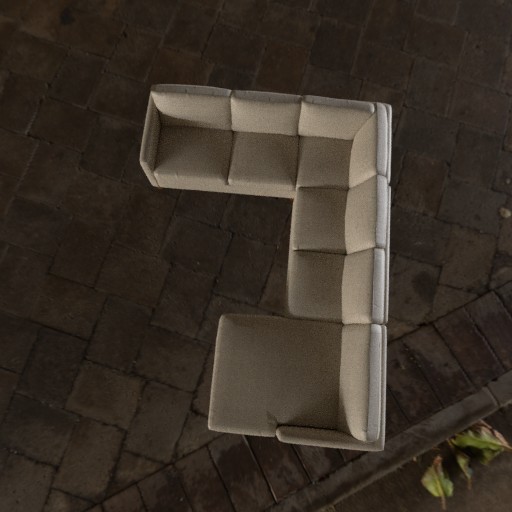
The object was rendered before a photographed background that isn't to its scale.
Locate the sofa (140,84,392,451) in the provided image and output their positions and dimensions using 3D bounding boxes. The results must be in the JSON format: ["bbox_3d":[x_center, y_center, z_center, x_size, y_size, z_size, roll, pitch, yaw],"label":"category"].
[{"bbox_3d":[0.000,0.000,4.537,2.594,0.961,3.460,5,76,1],"label":"sofa"}]
